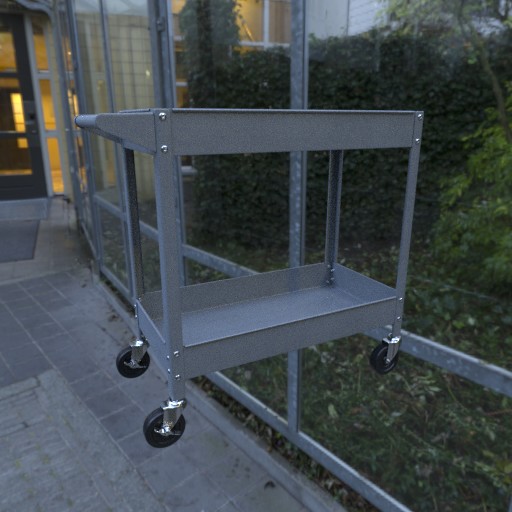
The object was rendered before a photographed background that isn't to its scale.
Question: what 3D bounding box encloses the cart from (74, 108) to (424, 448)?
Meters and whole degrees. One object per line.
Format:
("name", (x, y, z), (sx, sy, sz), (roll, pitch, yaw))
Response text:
("cart", (0.000, 0.000, 1.156), (0.779, 0.719, 0.366), (-9, 19, -26))
